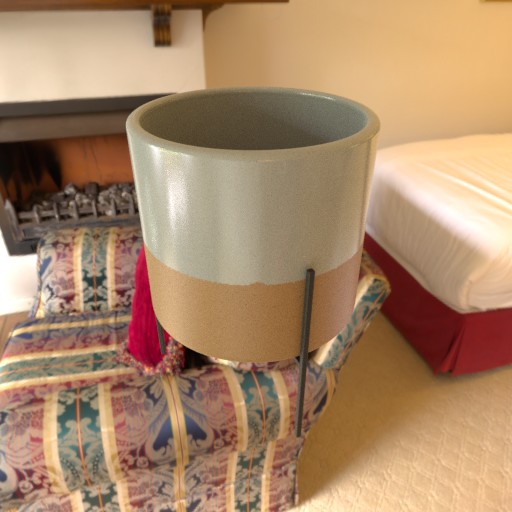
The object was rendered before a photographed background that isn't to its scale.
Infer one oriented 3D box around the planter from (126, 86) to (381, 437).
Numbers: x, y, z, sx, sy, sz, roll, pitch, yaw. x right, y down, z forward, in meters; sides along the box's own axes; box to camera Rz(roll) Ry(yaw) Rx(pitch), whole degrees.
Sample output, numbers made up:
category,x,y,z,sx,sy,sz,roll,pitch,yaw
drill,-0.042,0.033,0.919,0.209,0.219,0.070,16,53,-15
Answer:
category,x,y,z,sx,sy,sz,roll,pitch,yaw
planter,0.000,0.000,0.745,0.348,0.480,0.360,22,38,30
